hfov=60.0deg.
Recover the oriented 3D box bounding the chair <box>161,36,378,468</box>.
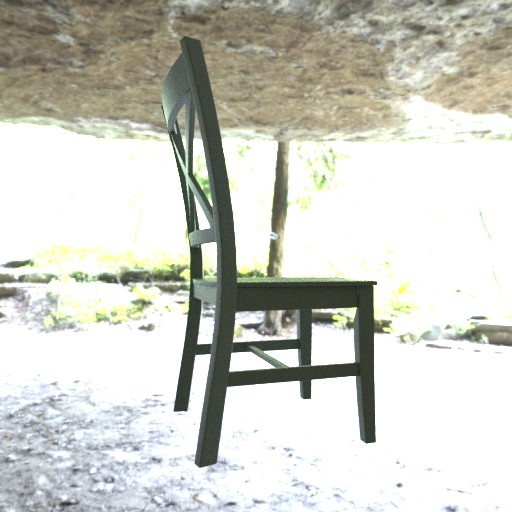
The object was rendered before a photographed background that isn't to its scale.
[{"bbox_3d":[0.000,0.000,1.296,0.542,0.983,0.485,0,-1,-18],"label":"chair"}]
